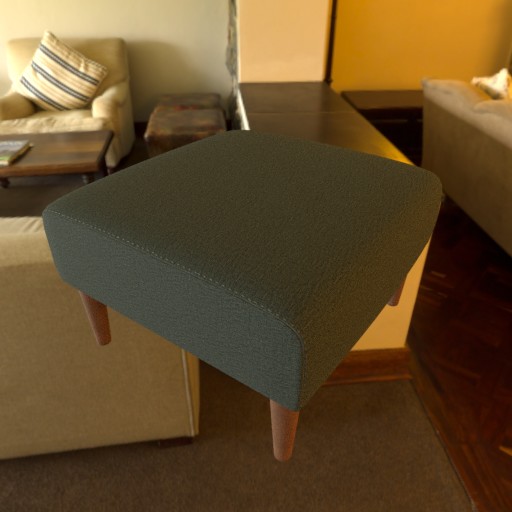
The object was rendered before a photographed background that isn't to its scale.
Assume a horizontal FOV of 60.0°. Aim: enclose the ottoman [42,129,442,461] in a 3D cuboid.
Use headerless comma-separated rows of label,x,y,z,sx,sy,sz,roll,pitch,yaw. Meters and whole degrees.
ottoman,0.000,0.000,1.038,0.649,0.398,0.650,21,38,29
